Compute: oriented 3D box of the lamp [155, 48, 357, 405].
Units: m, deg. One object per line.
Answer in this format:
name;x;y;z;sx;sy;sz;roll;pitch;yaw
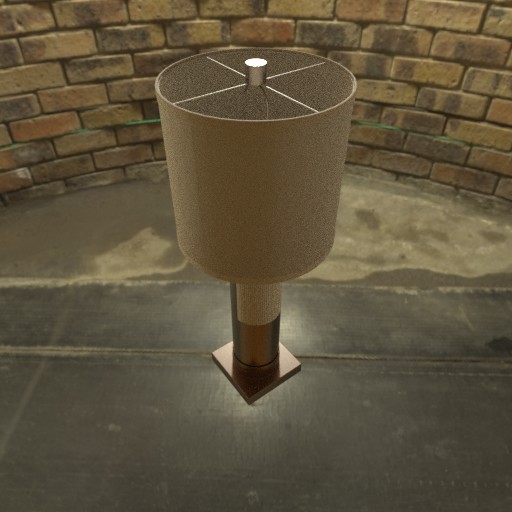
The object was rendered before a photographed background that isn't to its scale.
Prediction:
lamp;0.000;0.000;0.606;0.202;0.509;0.202;-26;48;-27
